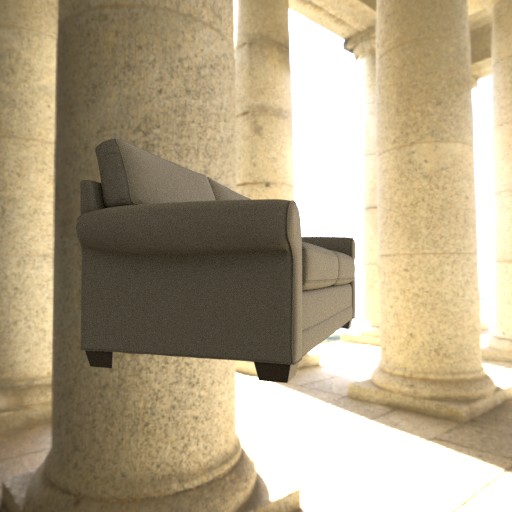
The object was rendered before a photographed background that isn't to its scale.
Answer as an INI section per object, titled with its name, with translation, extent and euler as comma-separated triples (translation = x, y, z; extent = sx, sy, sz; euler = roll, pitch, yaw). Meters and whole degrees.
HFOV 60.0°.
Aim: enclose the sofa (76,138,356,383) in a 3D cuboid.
[sofa]
translation = 0.000, 0.000, 2.480
extent = 0.940, 0.952, 1.930
euler = -1, -2, 19
